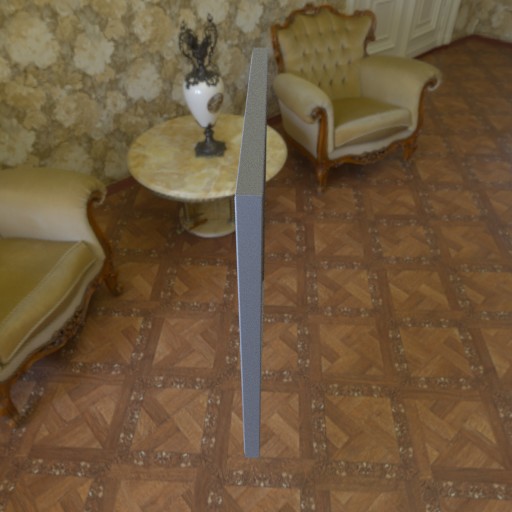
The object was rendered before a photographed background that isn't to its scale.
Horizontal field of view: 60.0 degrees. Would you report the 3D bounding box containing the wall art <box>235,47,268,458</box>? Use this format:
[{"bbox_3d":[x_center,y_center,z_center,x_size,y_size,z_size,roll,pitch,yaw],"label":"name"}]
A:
[{"bbox_3d":[0.000,0.000,0.779,0.029,0.558,0.458,1,41,1],"label":"wall art"}]
